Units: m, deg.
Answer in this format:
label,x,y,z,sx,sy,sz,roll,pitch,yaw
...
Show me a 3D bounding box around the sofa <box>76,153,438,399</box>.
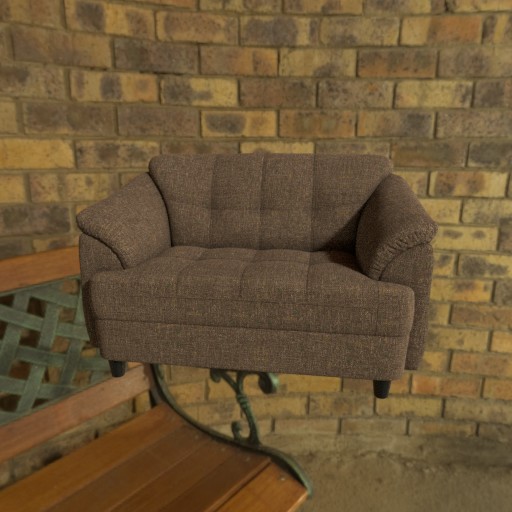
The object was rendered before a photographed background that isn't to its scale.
label,x,y,z,sx,sy,sz,roll,pitch,yaw
sofa,0.000,0.000,1.980,1.404,0.895,0.799,2,13,8
